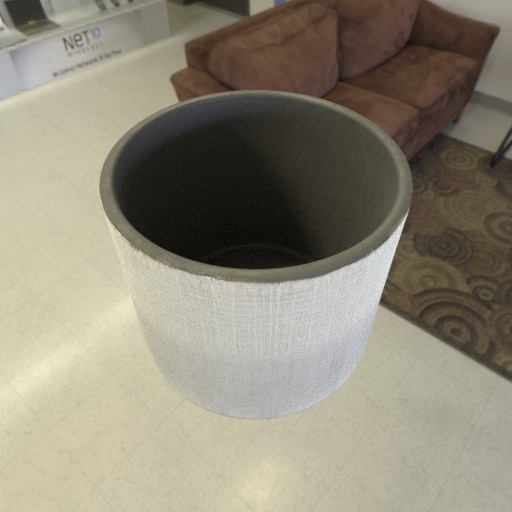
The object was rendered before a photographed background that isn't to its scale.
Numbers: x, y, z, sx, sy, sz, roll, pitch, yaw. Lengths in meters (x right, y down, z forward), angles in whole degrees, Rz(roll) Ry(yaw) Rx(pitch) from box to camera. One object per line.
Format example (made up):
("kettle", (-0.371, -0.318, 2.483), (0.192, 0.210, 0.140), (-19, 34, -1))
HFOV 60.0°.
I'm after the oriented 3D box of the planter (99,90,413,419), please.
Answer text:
("planter", (0.000, 0.000, 0.394), (0.226, 0.201, 0.226), (0, 47, 0))
